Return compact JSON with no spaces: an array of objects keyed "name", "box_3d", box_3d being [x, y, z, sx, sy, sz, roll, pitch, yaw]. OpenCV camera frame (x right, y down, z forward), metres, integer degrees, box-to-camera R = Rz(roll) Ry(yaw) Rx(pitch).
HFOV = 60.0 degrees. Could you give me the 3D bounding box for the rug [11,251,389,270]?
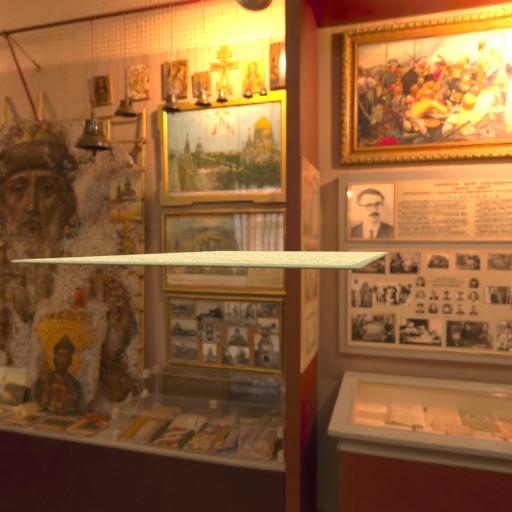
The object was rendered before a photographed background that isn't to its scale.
[{"name":"rug","box_3d":[0.000,0.000,3.353,1.819,0.018,2.746,1,2,19]}]
